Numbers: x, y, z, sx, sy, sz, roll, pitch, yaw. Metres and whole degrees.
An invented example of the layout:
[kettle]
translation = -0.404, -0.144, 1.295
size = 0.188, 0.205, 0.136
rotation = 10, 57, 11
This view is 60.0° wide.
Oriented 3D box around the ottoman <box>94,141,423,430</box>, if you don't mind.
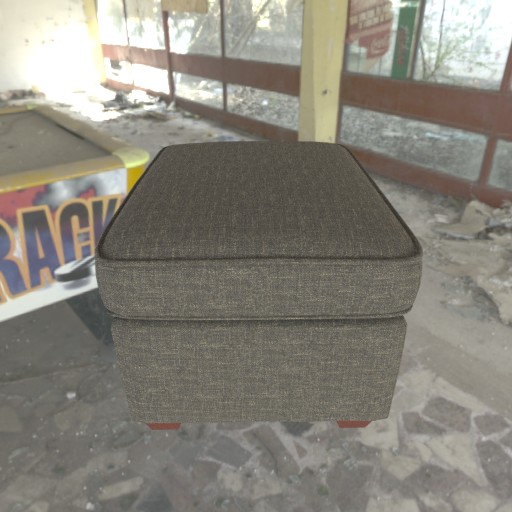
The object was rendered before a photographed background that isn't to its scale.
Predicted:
[ottoman]
translation = 0.000, 0.000, 1.086
size = 0.549, 0.450, 0.749
rotation = 0, 28, -1
